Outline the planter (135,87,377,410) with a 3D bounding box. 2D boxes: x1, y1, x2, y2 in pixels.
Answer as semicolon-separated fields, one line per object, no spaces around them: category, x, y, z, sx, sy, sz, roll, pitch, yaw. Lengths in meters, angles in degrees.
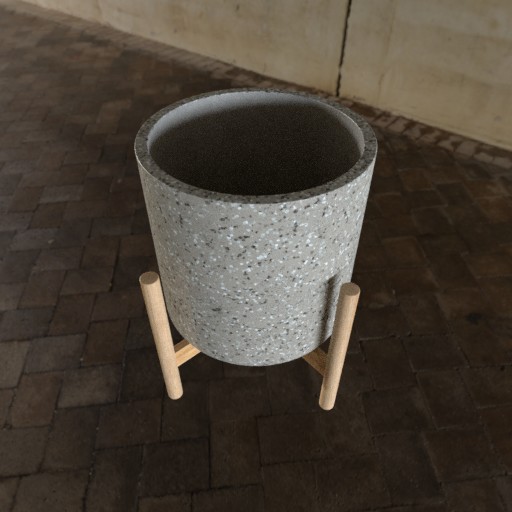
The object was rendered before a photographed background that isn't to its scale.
planter;0.000;0.000;0.705;0.360;0.419;0.360;-12;44;-13
